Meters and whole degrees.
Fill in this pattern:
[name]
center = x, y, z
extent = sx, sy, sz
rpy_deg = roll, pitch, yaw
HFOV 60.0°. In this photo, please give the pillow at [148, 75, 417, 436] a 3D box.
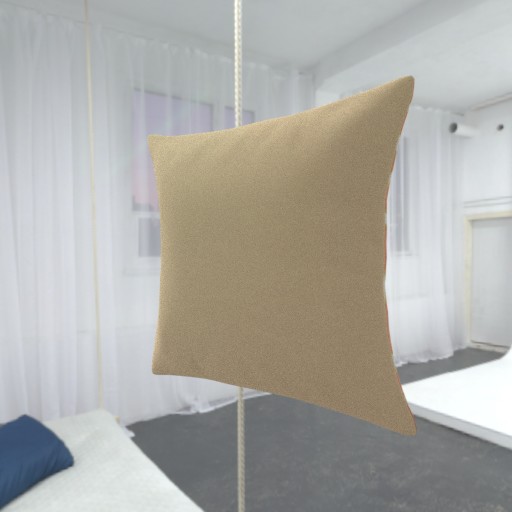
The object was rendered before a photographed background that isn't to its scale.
[pillow]
center = 0.000, 0.000, 0.782
extent = 0.552, 0.508, 0.166
rpy_deg = 0, 0, 36
